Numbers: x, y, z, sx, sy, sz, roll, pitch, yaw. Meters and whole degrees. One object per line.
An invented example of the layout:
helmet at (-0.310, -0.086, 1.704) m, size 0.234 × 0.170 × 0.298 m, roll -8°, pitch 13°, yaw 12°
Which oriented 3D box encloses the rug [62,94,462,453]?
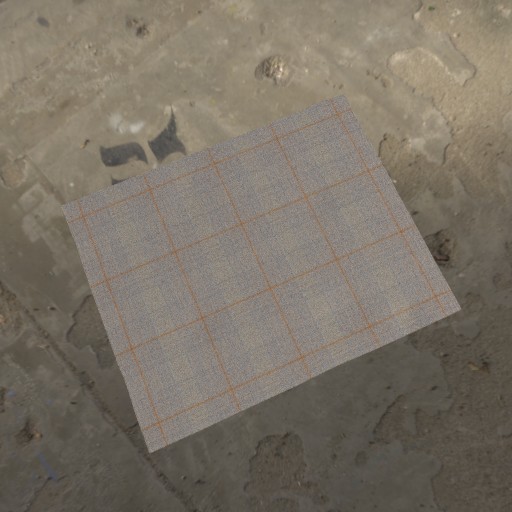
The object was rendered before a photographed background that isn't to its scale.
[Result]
rug at (0.000, 0.000, 4.179) m, size 3.051 × 0.021 × 2.448 m, roll -23°, pitch 78°, yaw -5°
